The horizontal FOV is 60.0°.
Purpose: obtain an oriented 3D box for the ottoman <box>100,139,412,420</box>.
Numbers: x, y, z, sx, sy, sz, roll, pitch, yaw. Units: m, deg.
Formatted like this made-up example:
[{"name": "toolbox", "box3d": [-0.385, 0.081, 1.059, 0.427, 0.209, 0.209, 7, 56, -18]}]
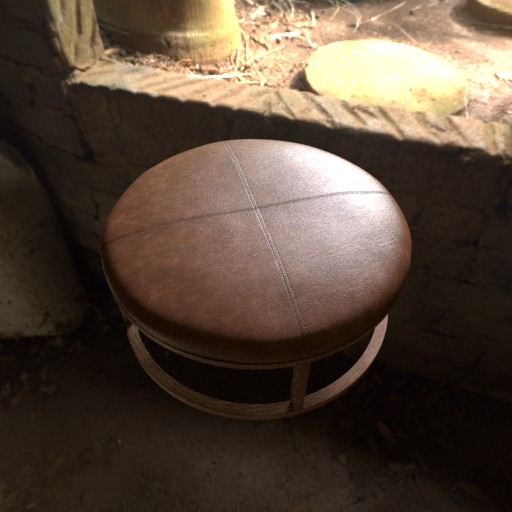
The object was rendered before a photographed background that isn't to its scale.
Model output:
[{"name": "ottoman", "box3d": [0.000, 0.000, 1.570, 1.006, 0.445, 1.006, 0, 46, 0]}]
